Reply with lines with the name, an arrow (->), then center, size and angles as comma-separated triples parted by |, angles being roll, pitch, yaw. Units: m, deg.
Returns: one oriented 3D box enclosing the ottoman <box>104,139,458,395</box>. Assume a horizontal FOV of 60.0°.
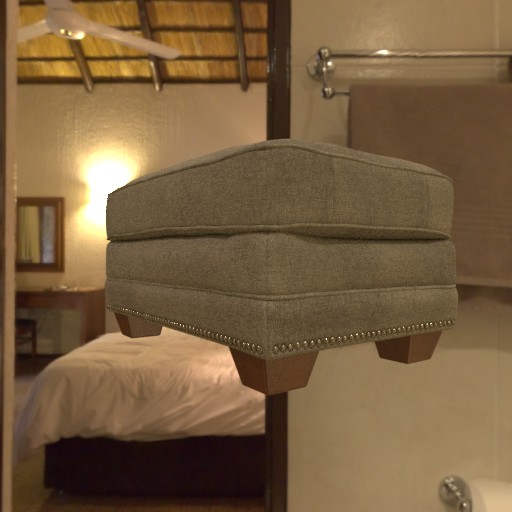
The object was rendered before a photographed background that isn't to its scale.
ottoman -> 0.000, 0.000, 1.130 | 0.561, 0.457, 0.813 | 0, 0, -35
